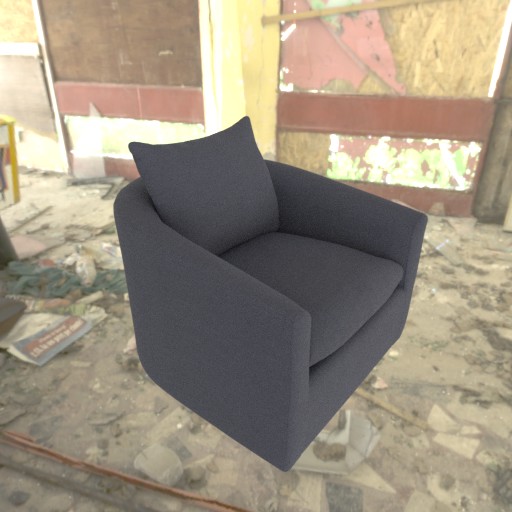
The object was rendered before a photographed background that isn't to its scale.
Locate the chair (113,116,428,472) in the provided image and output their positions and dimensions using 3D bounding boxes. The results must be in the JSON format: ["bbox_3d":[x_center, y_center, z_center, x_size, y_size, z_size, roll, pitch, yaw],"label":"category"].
[{"bbox_3d":[0.000,0.000,1.592,0.910,0.848,0.845,20,33,34],"label":"chair"}]
